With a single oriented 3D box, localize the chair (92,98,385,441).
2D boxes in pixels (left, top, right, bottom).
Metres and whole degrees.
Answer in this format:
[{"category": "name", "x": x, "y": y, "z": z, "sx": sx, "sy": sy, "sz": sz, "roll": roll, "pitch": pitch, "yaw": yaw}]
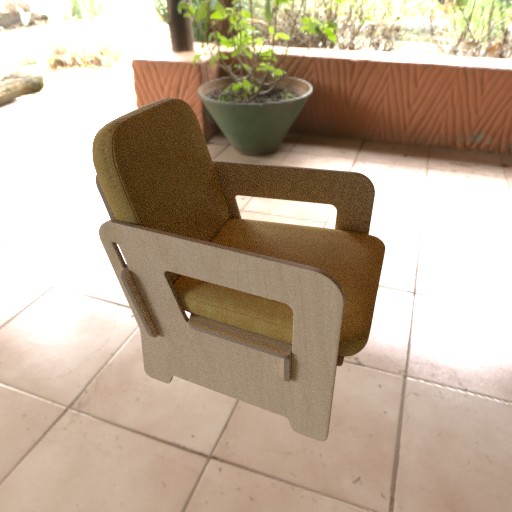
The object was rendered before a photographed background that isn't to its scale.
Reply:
[{"category": "chair", "x": 0.000, "y": 0.000, "z": 1.296, "sx": 0.710, "sy": 0.800, "sz": 0.590, "roll": 10, "pitch": 33, "yaw": 16}]
